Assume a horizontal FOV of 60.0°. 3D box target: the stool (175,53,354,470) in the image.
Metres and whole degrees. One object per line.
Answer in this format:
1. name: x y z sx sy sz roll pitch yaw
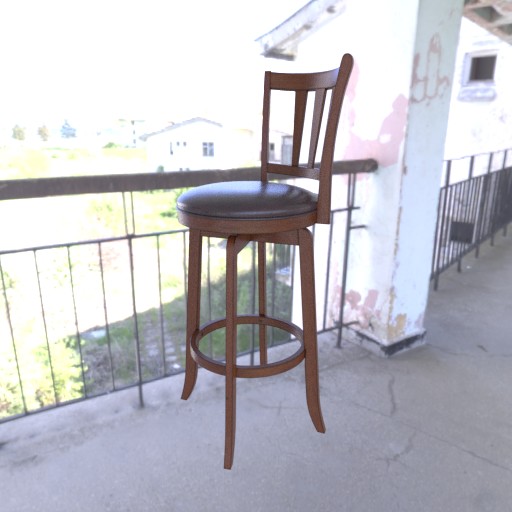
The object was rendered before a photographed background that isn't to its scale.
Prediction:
1. stool: 0.000 0.000 1.442 0.503 1.177 0.464 -9 18 -27
